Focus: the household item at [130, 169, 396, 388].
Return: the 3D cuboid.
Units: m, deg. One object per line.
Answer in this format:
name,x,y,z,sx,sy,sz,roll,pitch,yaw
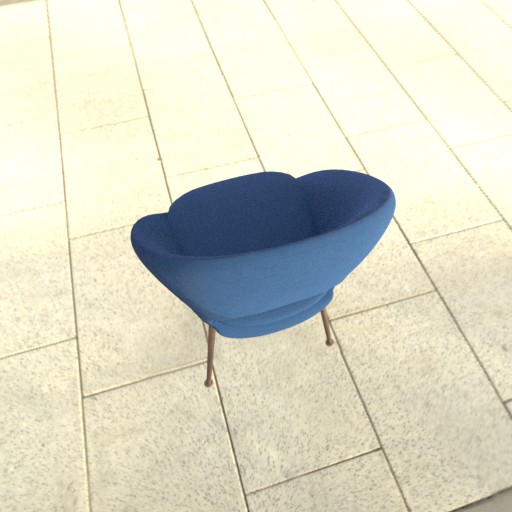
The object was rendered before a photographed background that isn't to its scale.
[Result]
household item,0.000,0.000,1.278,0.623,0.852,0.573,-16,59,-10
